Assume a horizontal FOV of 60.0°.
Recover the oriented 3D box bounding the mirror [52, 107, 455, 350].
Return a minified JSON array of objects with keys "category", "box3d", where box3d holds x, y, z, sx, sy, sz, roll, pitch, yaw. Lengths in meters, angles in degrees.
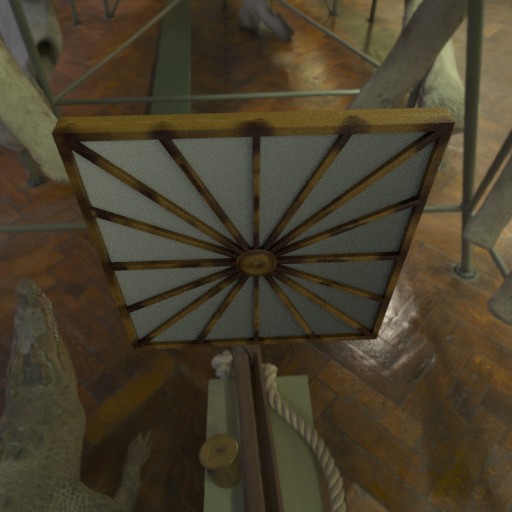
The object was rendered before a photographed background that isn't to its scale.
[{"category":"mirror","box3d":[0.000,0.000,0.753,0.509,0.507,0.042,-2,47,-2]}]
